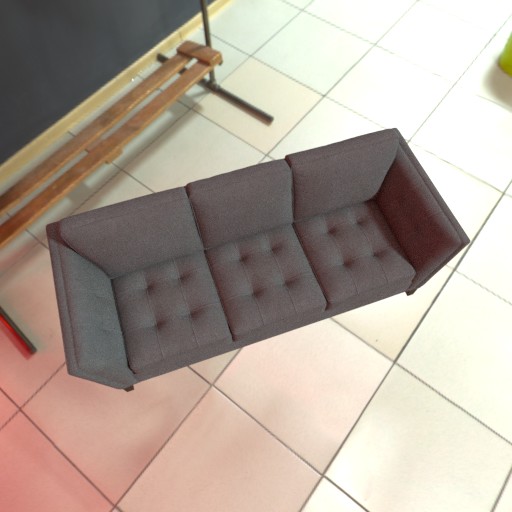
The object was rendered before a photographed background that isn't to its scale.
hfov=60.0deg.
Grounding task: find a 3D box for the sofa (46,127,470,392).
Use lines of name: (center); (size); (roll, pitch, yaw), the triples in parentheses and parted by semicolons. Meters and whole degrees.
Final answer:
sofa: (0.000, 0.000, 2.937); (2.387, 0.940, 0.965); (-17, 65, -8)
